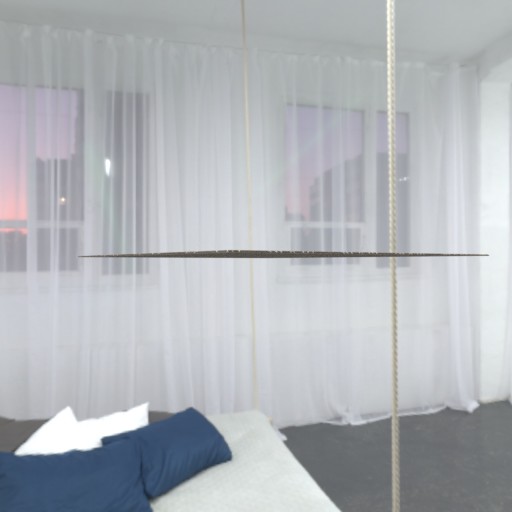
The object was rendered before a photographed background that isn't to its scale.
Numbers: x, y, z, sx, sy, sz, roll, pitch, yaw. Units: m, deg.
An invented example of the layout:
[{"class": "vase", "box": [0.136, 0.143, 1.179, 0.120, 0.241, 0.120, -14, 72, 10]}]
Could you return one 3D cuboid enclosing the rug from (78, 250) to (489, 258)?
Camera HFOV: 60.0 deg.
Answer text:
[{"class": "rug", "box": [0.000, 0.000, 4.122, 2.457, 0.012, 3.062, 0, -1, -35]}]
